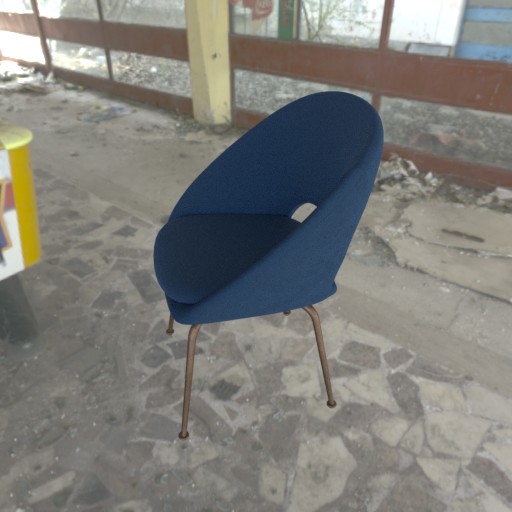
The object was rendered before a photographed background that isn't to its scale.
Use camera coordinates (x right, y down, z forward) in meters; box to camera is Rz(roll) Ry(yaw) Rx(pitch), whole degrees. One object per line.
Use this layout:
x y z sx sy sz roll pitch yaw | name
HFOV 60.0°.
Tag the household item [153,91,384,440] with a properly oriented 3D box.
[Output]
0.000 0.000 1.273 0.573 0.852 0.623 -8 33 -12 | household item
